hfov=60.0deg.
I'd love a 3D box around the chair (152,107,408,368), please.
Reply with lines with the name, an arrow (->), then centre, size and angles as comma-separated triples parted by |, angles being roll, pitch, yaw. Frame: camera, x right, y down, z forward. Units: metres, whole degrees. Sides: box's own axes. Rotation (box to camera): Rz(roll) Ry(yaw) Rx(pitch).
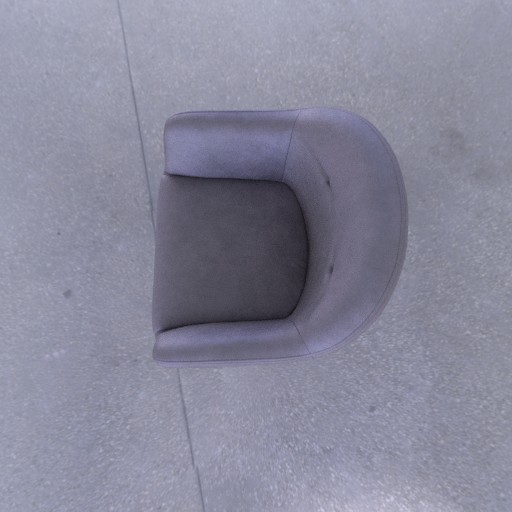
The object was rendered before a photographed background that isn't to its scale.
chair -> 0.000, 0.000, 1.159 | 0.544, 0.781, 0.567 | 0, 76, 0
